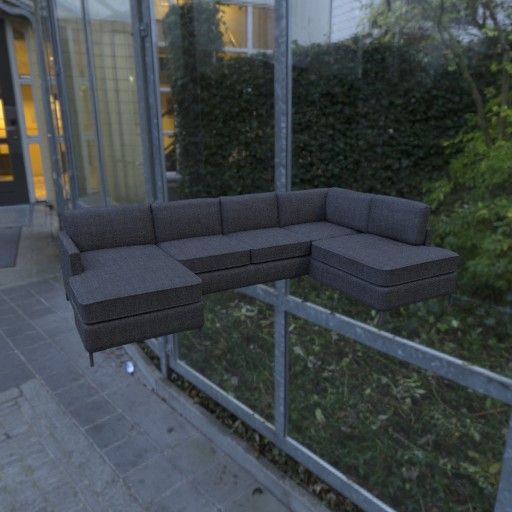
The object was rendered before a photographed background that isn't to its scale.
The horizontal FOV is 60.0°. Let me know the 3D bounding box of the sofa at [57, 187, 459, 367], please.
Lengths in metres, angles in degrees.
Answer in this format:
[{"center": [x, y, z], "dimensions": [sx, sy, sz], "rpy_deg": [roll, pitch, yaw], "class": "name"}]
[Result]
[{"center": [0.000, 0.000, 4.353], "dimensions": [3.423, 0.999, 2.048], "rpy_deg": [-9, 19, -28], "class": "sofa"}]
